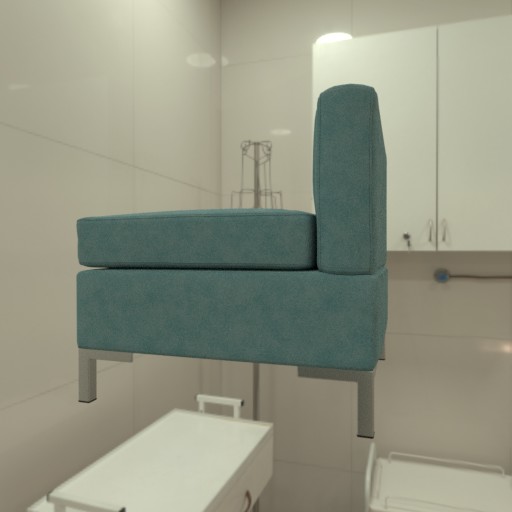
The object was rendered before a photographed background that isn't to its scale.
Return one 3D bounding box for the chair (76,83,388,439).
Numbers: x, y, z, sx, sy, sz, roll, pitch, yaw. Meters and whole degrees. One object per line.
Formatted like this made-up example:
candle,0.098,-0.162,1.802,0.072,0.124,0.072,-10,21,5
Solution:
chair,0.000,0.000,1.214,0.685,0.660,0.684,0,0,18
